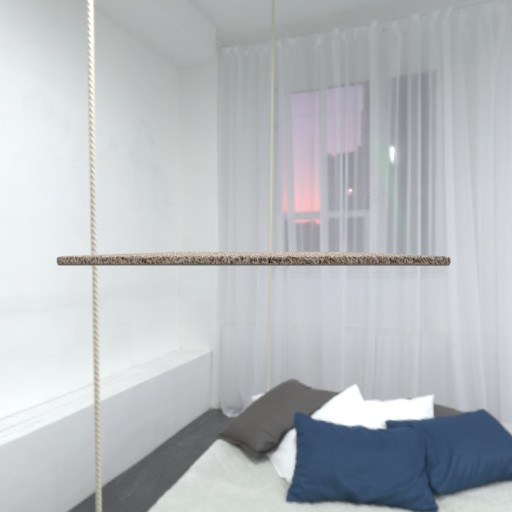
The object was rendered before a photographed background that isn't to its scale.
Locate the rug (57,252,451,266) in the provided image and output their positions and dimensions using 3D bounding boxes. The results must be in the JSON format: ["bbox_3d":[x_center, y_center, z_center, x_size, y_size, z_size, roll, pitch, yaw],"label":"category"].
[{"bbox_3d":[0.000,0.000,2.245,1.219,0.030,1.778,0,1,1],"label":"rug"}]
